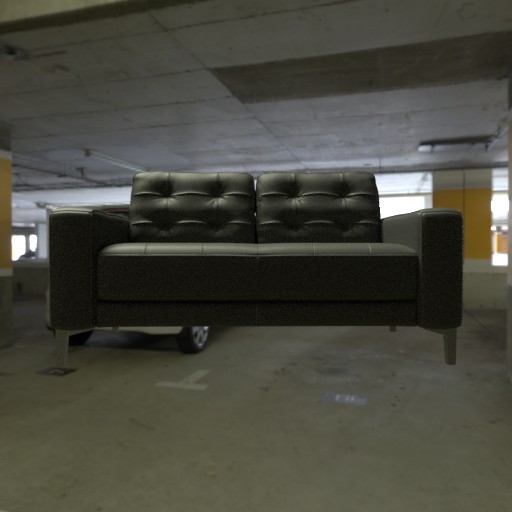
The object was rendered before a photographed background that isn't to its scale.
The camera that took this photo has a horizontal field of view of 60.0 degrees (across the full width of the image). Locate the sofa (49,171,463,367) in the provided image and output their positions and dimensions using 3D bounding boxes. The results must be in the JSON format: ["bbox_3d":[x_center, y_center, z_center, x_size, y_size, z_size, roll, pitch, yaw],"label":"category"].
[{"bbox_3d":[0.000,0.000,2.202,1.726,0.892,0.833,0,1,-1],"label":"sofa"}]
